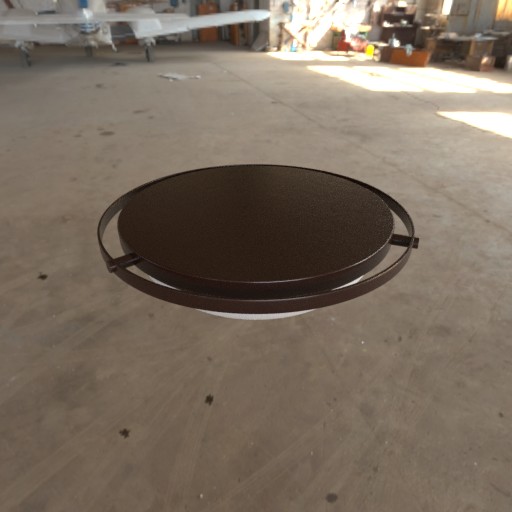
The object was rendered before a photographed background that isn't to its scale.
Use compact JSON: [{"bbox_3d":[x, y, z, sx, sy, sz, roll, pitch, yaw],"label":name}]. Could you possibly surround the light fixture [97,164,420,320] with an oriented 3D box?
[{"bbox_3d":[0.000,0.000,0.556,0.361,0.130,0.361,0,30,0],"label":"light fixture"}]
